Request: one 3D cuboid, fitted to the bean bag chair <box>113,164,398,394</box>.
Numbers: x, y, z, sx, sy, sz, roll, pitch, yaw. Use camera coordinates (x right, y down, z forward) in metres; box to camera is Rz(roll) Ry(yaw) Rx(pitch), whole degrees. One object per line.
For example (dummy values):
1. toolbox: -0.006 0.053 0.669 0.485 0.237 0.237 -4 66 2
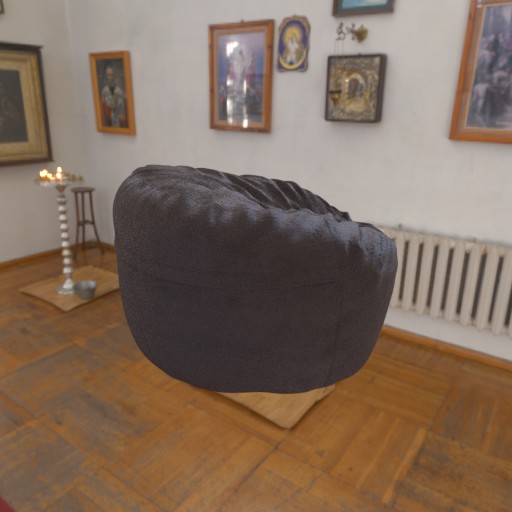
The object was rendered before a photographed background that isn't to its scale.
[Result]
1. bean bag chair: 0.000 0.000 2.058 1.245 0.821 1.245 0 17 0
